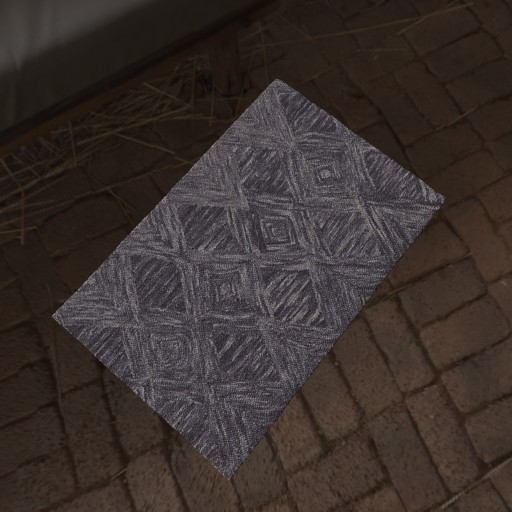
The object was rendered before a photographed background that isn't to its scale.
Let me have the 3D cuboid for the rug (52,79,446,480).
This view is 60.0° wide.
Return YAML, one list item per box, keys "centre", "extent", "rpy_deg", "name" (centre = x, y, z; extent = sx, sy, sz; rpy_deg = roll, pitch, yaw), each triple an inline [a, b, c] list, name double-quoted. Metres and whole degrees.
- centre: [0.000, 0.000, 2.321]
  extent: [1.186, 0.012, 1.814]
  rpy_deg: [39, 79, 9]
  name: "rug"
